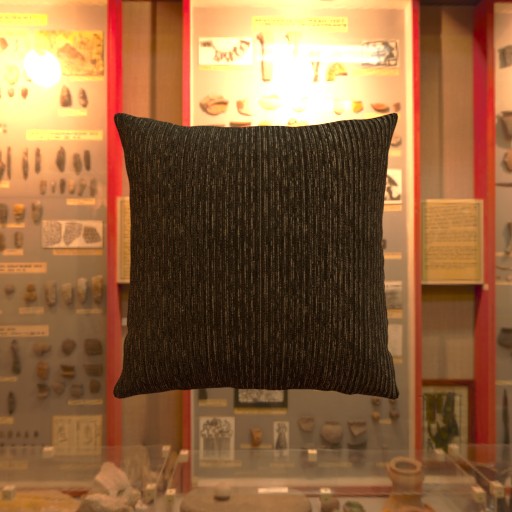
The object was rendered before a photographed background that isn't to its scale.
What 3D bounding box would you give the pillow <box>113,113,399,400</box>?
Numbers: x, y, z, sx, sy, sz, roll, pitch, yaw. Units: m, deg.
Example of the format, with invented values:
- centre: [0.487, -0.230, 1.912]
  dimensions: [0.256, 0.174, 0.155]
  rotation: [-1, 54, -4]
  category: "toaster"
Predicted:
- centre: [0.000, 0.000, 0.669]
  dimensions: [0.433, 0.434, 0.196]
  rotation: [0, 0, 0]
  category: "pillow"
